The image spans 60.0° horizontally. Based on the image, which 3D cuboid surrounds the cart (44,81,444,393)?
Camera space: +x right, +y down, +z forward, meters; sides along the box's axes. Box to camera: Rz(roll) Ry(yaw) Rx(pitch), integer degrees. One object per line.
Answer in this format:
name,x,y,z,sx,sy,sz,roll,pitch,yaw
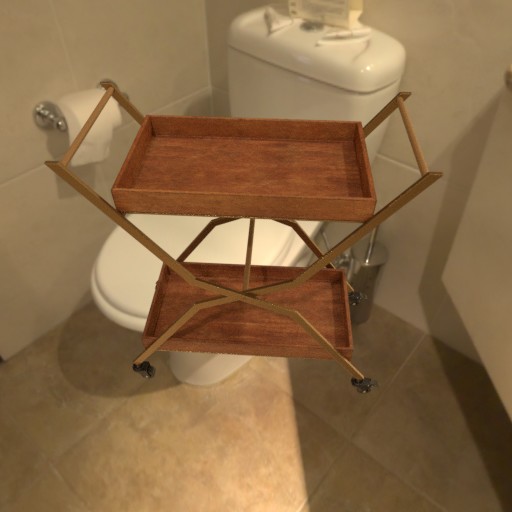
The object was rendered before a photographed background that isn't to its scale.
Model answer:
cart,0.000,0.000,1.319,0.836,0.869,0.405,3,46,2
